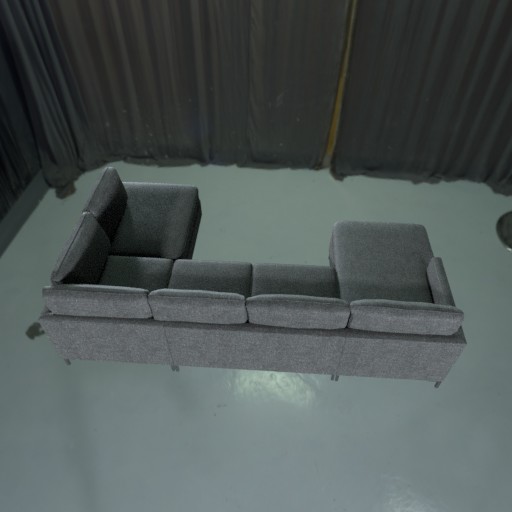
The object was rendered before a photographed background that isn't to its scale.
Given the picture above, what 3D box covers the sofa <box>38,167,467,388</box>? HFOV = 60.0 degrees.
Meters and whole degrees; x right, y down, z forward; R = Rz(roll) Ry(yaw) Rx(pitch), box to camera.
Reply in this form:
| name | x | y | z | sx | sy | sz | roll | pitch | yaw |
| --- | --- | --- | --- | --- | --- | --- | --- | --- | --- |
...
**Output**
| name | x | y | z | sx | sy | sz | roll | pitch | yaw |
| --- | --- | --- | --- | --- | --- | --- | --- | --- | --- |
| sofa | 0.000 | 0.000 | 4.297 | 3.423 | 0.999 | 2.048 | 3 | 47 | 3 |
